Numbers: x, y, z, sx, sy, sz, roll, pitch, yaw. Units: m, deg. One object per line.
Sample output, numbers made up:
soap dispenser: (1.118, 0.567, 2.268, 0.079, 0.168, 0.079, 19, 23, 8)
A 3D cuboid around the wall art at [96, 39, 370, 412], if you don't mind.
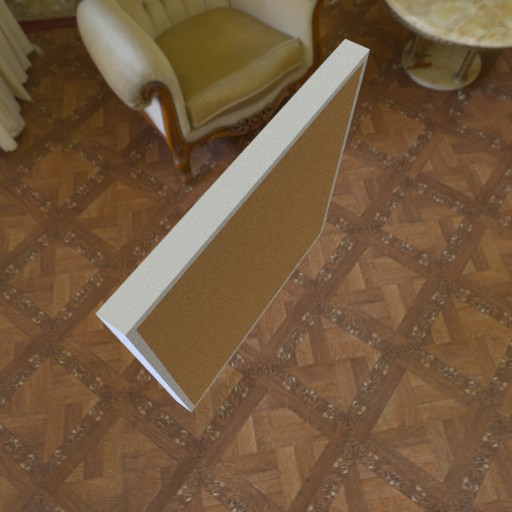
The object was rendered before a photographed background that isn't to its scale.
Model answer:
wall art: (0.000, 0.000, 0.456, 0.024, 0.304, 0.304, 32, 67, 15)
